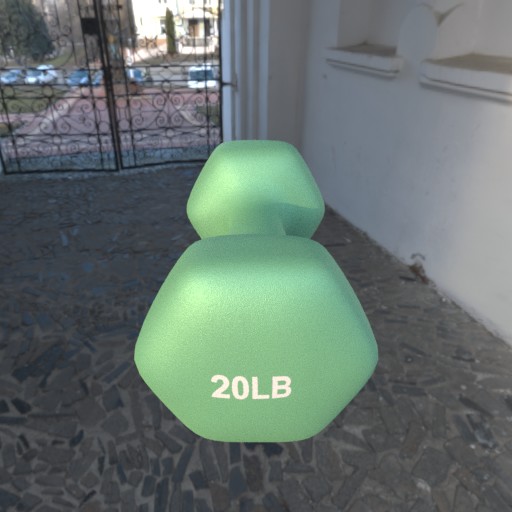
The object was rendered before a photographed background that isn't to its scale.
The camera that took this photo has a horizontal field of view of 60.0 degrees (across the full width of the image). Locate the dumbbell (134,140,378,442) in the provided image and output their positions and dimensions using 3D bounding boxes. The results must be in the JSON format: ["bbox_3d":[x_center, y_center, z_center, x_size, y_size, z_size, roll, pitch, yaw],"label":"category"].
[{"bbox_3d":[0.000,0.000,0.326,0.129,0.117,0.260,0,28,0],"label":"dumbbell"}]
